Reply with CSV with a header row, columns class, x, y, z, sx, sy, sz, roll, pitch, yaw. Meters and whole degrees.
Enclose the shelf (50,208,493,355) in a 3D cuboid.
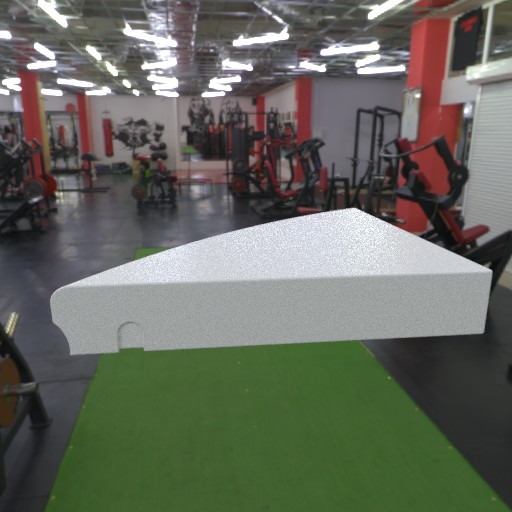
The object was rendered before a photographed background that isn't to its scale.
class,x,y,z,sx,sy,sz,roll,pitch,yaw
shelf,0.000,0.000,0.457,0.310,0.050,0.310,-2,15,-7
